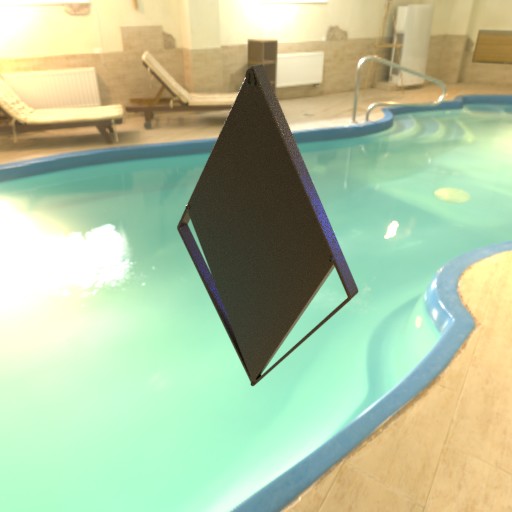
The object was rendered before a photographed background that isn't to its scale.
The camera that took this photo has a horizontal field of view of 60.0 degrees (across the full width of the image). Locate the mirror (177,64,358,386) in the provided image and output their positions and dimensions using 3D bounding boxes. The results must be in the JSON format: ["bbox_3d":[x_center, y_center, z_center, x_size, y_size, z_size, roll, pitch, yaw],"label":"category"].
[{"bbox_3d":[0.000,0.000,0.852,0.419,0.679,0.032,22,37,33],"label":"mirror"}]
